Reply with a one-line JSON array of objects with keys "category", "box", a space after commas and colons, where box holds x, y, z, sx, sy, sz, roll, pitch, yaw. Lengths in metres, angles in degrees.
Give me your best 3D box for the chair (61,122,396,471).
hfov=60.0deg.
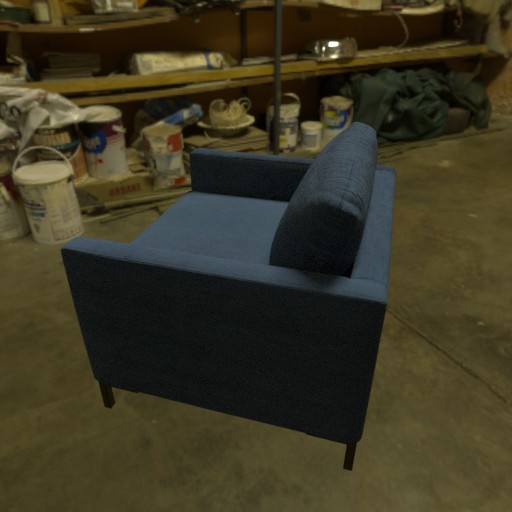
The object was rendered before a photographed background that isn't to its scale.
[{"category": "chair", "box": [0.000, 0.000, 1.566, 0.875, 0.812, 0.964, 9, 32, 14]}]
